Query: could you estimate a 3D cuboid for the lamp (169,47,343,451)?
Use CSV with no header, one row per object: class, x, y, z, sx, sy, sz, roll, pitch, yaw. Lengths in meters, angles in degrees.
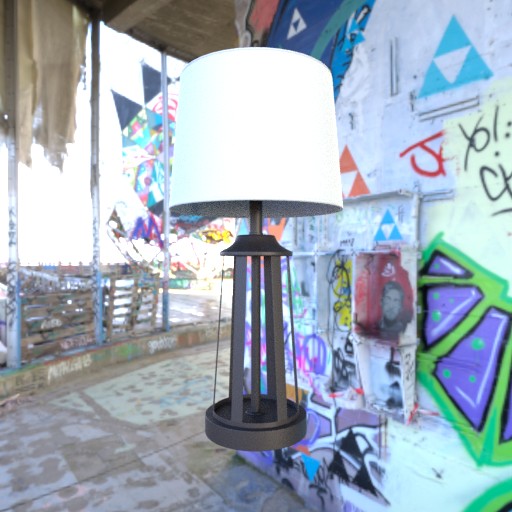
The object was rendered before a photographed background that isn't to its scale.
lamp,0.000,0.000,0.650,0.251,0.509,0.251,0,0,0
